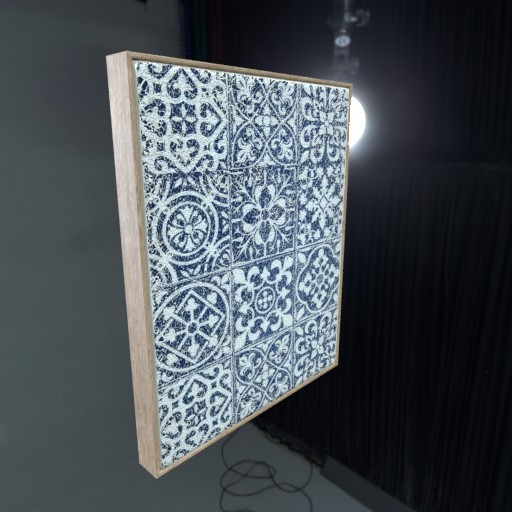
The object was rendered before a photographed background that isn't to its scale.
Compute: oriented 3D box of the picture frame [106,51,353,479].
[{"bbox_3d":[0.000,0.000,0.684,0.043,0.526,0.424,14,21,42],"label":"picture frame"}]
